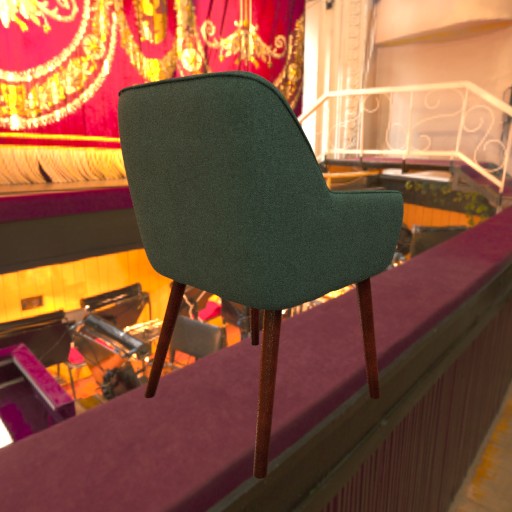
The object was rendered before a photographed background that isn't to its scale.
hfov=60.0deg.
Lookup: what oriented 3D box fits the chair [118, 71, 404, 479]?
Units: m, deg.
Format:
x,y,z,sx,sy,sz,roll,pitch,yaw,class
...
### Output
x,y,z,sx,sy,sz,roll,pitch,yaw,class
0.000,0.000,1.128,0.543,0.803,0.519,14,20,43,chair
